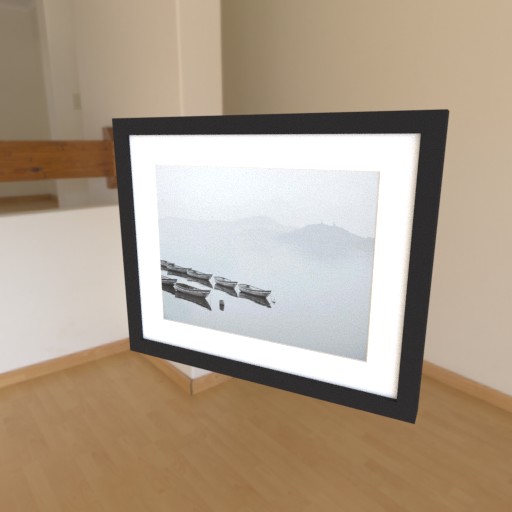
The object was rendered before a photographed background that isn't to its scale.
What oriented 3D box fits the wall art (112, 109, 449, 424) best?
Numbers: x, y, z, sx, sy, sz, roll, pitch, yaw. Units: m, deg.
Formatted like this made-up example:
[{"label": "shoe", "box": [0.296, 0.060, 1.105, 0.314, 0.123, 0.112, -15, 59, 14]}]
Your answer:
[{"label": "wall art", "box": [0.000, 0.000, 0.536, 0.397, 0.325, 0.028, 7, 16, 25]}]
